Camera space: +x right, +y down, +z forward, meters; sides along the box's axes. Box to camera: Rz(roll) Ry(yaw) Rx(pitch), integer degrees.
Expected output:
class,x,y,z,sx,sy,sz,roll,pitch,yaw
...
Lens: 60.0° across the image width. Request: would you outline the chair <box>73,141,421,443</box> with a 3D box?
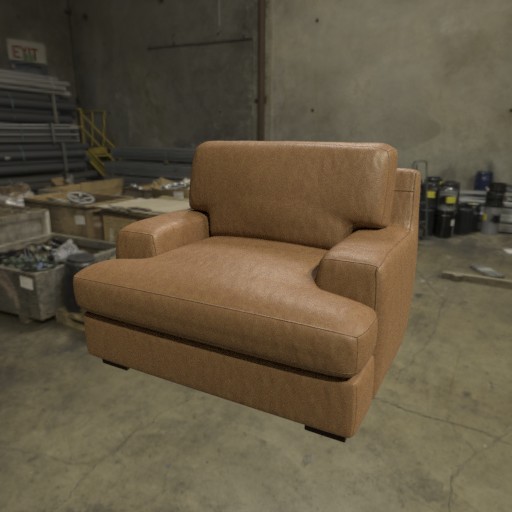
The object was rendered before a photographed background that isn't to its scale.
class,x,y,z,sx,sy,sz,roll,pitch,yaw
chair,0.000,0.000,1.974,1.276,0.978,1.050,8,18,27
